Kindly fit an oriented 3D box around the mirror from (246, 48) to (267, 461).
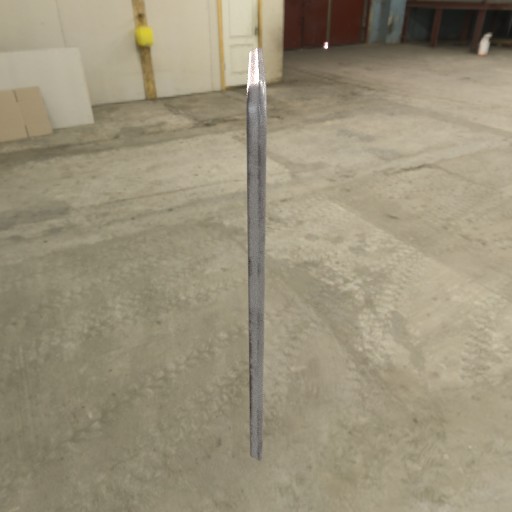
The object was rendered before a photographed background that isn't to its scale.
[{"bbox_3d":[0.000,0.000,0.874,0.024,0.713,0.461,0,31,0],"label":"mirror"}]
